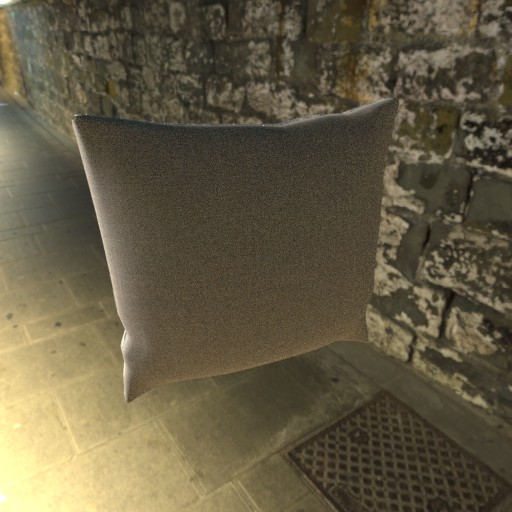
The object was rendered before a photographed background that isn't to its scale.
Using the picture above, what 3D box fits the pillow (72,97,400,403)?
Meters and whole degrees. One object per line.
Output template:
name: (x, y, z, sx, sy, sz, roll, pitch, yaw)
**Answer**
pillow: (0.000, 0.000, 0.761, 0.508, 0.498, 0.215, -10, 28, -19)
